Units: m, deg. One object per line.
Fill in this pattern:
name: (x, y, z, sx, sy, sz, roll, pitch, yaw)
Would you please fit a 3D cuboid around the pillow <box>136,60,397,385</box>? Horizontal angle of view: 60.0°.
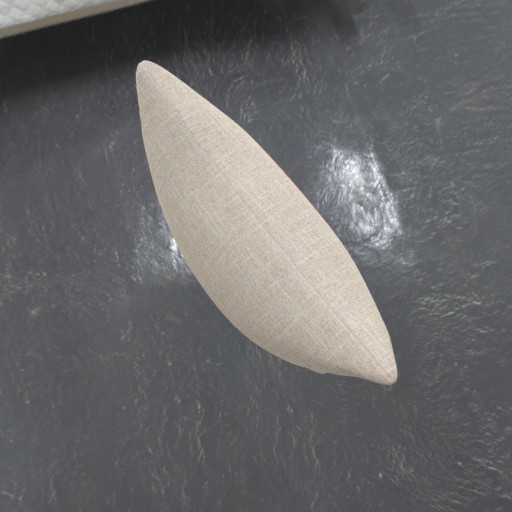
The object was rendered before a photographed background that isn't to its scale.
pillow: (0.000, 0.000, 0.625, 0.173, 0.399, 0.414, -36, 79, -8)
